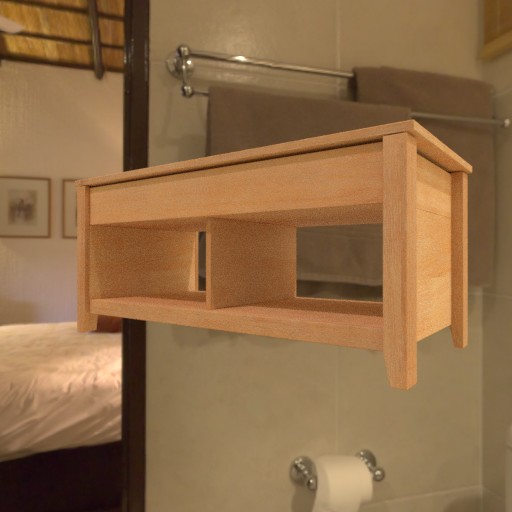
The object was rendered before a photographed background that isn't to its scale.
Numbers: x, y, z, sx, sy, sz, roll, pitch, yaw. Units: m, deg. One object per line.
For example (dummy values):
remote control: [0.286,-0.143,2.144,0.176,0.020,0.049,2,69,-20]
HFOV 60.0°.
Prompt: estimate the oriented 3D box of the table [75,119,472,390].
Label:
table: [0.000,0.000,1.240,1.016,0.457,0.483,0,0,37]
